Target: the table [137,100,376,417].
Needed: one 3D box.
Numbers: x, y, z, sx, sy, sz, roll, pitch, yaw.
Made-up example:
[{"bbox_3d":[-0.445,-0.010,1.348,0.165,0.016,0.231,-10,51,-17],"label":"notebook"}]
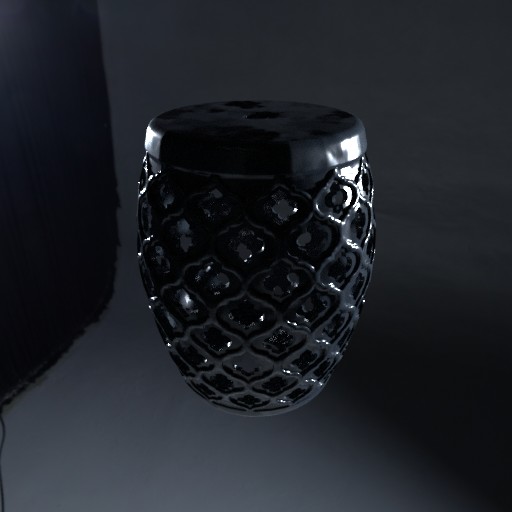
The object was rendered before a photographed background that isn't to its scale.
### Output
[{"bbox_3d":[0.000,0.000,0.636,0.325,0.388,0.325,0,28,0],"label":"table"}]
